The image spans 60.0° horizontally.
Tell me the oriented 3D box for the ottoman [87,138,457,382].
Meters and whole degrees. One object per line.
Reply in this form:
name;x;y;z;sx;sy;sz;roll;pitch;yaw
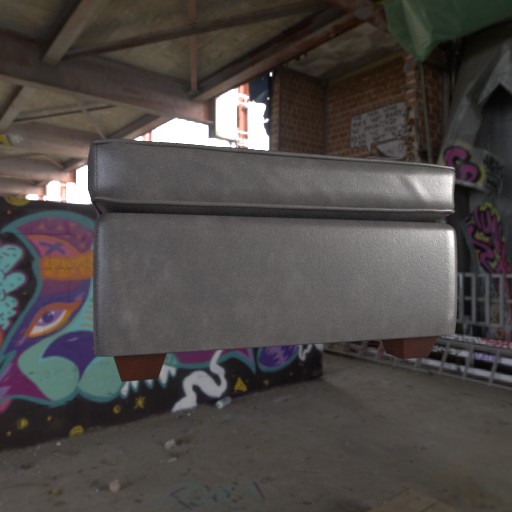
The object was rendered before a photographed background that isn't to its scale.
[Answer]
ottoman;0.000;0.000;1.087;0.756;0.445;0.554;0;-1;-18
